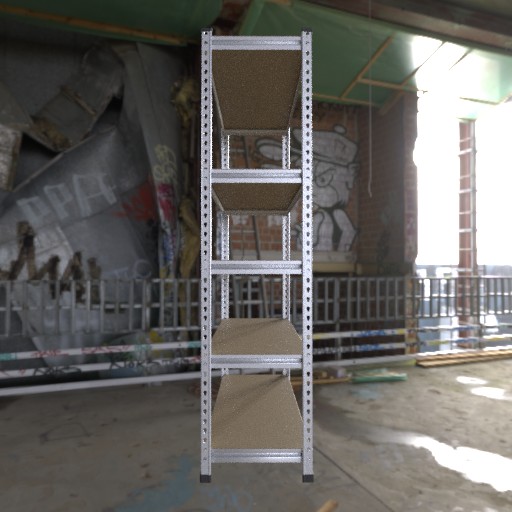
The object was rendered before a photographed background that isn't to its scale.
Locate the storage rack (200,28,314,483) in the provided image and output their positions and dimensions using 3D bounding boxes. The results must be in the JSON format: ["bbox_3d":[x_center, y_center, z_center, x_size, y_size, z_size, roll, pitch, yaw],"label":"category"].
[{"bbox_3d":[0.000,0.000,2.390,0.457,1.829,1.219,0,-1,0],"label":"storage rack"}]
